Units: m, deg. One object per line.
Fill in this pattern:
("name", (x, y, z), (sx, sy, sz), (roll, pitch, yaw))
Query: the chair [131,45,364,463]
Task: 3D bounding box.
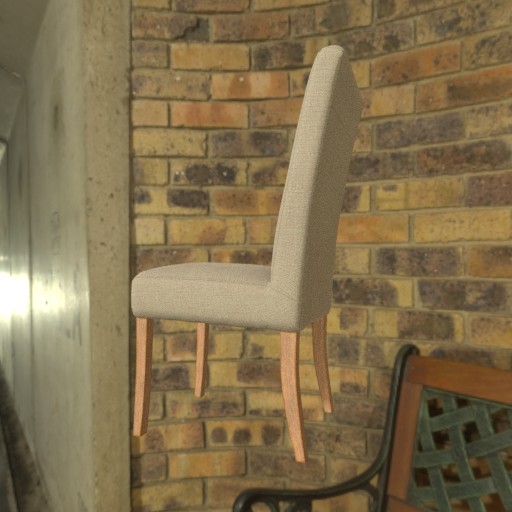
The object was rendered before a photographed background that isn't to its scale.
("chair", (0.000, 0.000, 1.364), (0.611, 1.033, 0.450), (0, 0, 20))
